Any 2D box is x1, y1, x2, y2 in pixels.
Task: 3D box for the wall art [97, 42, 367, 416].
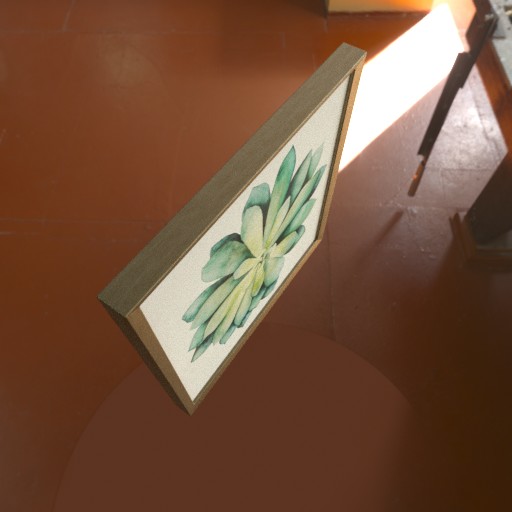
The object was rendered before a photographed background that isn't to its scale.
[{"bbox_3d":[0.000,0.000,0.761,0.040,0.506,0.503,31,64,17],"label":"wall art"}]
